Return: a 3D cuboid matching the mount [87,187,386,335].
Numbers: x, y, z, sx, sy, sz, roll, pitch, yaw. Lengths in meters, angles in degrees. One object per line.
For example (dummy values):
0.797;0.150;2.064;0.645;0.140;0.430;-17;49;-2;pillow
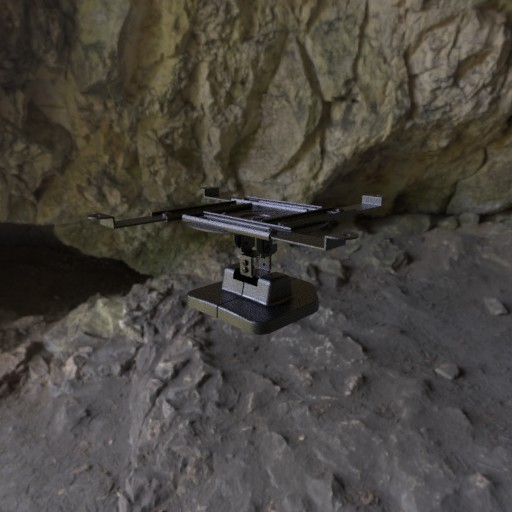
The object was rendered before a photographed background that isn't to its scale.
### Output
0.000;0.000;0.602;0.394;0.141;0.394;15;22;43;mount
